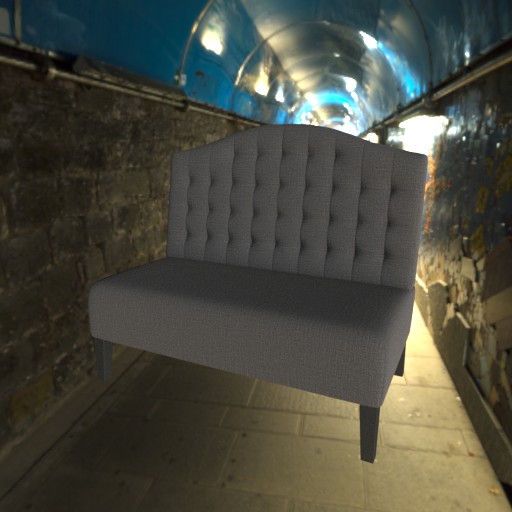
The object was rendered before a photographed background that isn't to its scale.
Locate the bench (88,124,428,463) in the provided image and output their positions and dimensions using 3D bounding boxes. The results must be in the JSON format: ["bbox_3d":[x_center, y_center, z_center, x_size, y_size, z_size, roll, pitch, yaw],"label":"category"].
[{"bbox_3d":[0.000,0.000,2.018,1.335,1.180,0.815,7,16,25],"label":"bench"}]
